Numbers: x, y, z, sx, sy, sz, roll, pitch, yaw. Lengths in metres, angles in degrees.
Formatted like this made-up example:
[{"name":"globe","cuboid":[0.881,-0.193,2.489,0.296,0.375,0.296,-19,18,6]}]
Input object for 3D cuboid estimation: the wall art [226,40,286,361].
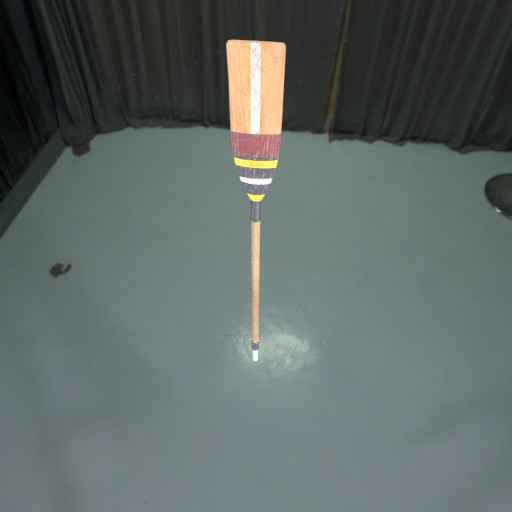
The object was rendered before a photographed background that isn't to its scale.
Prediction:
[{"name":"wall art","cuboid":[0.000,0.000,1.654,0.146,1.556,0.038,4,48,4]}]
